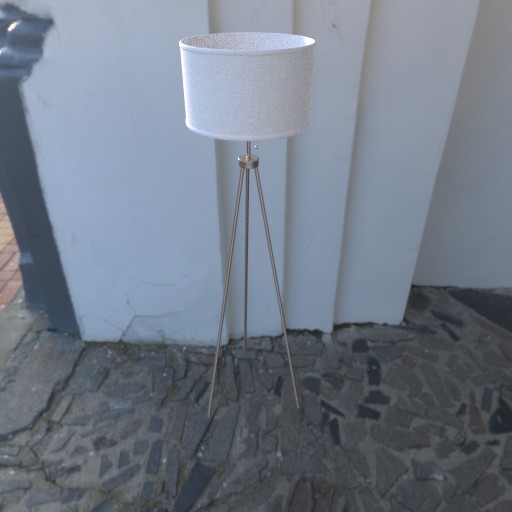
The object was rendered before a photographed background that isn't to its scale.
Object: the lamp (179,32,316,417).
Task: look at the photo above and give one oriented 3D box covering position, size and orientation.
[{"bbox_3d":[0.000,0.000,1.753,0.458,1.545,0.448,10,34,15],"label":"lamp"}]
